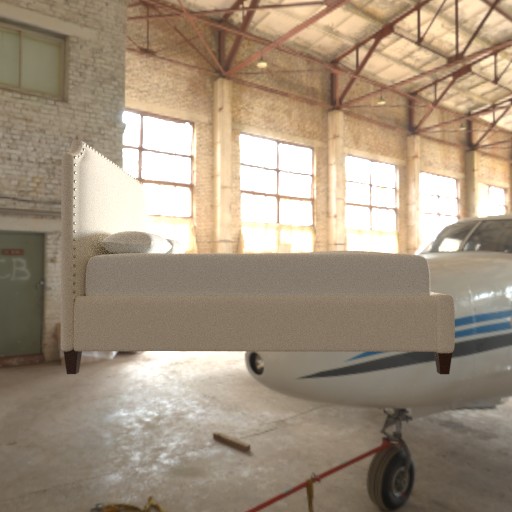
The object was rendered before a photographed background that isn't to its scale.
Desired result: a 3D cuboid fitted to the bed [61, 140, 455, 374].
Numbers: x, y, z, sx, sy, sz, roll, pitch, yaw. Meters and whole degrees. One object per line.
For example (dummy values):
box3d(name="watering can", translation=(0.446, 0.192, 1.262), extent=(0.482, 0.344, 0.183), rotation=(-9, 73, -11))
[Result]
box3d(name="bed", translation=(0.000, 0.000, 3.465), extent=(2.365, 1.443, 1.712), rotation=(0, -1, 0))
